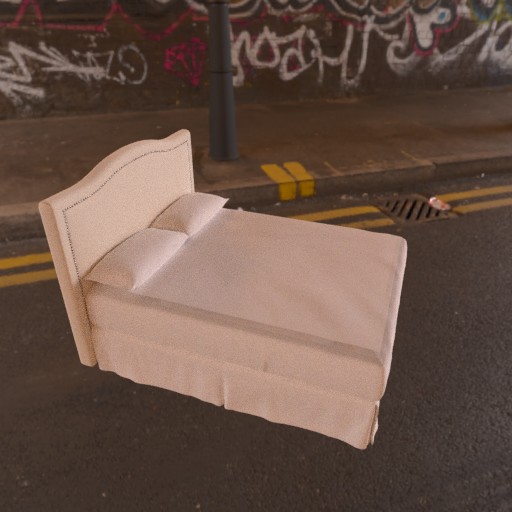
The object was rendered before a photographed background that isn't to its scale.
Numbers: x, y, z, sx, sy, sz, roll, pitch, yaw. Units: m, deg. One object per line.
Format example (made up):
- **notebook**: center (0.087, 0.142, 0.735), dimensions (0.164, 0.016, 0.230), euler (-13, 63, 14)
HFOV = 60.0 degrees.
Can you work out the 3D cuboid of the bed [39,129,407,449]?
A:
- **bed**: center (0.000, 0.000, 3.322), dimensions (2.143, 1.460, 1.753), euler (11, 32, 17)
